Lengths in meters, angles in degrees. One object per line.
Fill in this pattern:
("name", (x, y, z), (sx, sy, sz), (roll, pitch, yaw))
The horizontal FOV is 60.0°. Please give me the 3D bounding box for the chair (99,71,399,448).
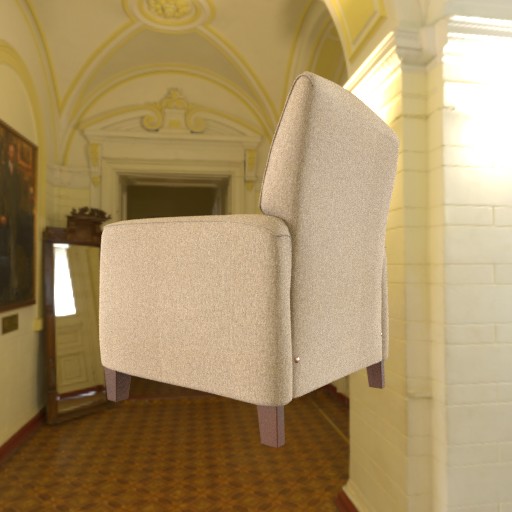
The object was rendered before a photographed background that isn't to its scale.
("chair", (0.000, 0.000, 1.645), (0.864, 1.014, 0.848), (-1, -2, 37))
